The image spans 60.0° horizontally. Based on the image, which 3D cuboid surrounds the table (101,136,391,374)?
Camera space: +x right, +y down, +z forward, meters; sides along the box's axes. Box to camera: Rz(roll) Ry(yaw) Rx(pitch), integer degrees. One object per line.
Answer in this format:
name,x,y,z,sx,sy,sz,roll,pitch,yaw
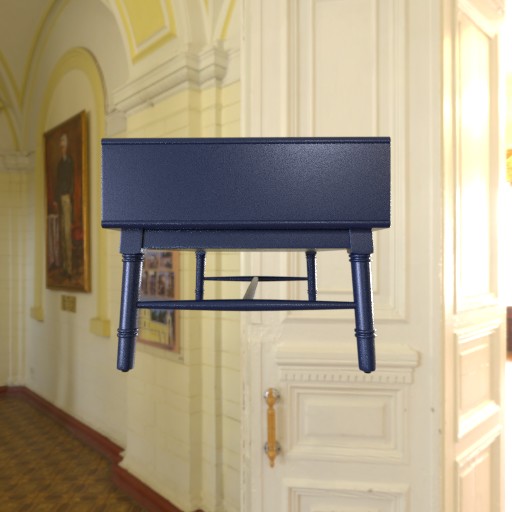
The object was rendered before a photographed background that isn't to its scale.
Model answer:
table,0.000,0.000,1.374,0.572,0.457,1.067,0,0,1
